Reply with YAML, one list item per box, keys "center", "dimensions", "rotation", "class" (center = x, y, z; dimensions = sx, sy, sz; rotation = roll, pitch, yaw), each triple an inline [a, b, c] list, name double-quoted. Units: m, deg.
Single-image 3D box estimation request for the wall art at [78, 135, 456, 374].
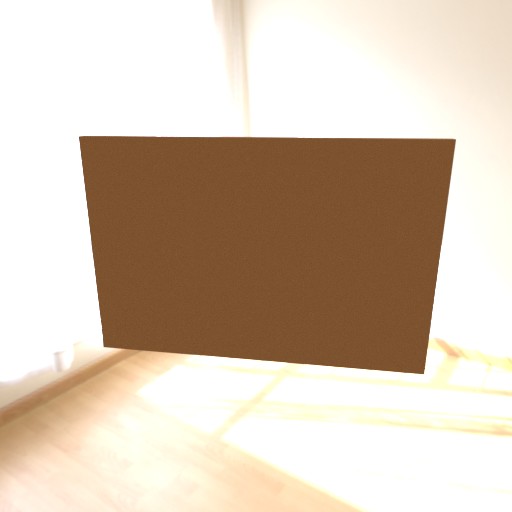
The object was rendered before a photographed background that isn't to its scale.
- center: [0.000, 0.000, 1.173]
  dimensions: [0.915, 0.608, 0.033]
  rotation: [3, 18, 9]
  class: "wall art"
